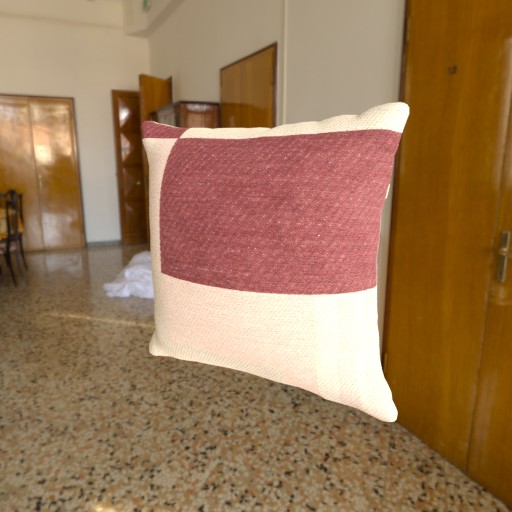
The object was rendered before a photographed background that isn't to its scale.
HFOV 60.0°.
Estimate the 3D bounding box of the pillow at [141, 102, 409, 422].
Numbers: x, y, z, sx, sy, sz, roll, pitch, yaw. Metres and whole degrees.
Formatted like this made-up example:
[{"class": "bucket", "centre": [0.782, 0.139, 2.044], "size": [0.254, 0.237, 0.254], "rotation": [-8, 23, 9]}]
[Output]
[{"class": "pillow", "centre": [0.000, 0.000, 0.806], "size": [0.536, 0.506, 0.229], "rotation": [7, 15, 28]}]
